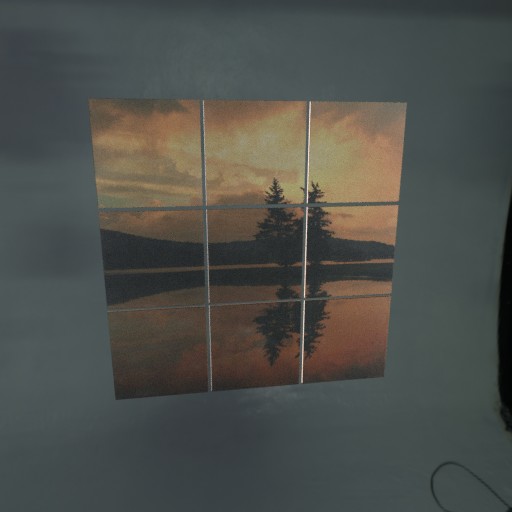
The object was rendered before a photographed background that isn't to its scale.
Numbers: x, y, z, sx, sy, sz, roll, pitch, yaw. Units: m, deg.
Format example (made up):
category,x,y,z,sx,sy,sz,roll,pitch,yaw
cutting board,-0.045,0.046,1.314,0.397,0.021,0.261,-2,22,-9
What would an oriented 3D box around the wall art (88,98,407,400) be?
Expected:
category,x,y,z,sx,sy,sz,roll,pitch,yaw
wall art,0.000,0.000,1.835,1.216,1.218,0.013,-2,15,-9
